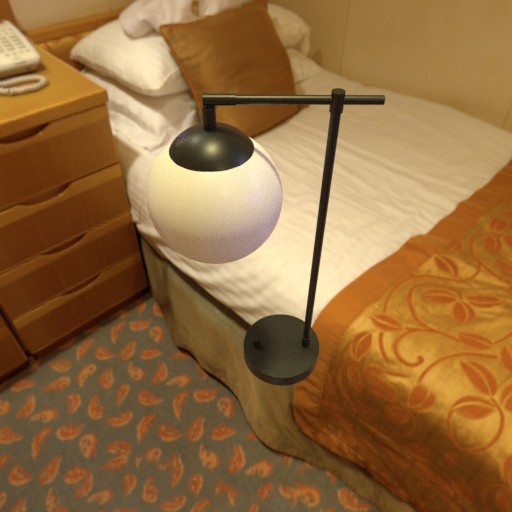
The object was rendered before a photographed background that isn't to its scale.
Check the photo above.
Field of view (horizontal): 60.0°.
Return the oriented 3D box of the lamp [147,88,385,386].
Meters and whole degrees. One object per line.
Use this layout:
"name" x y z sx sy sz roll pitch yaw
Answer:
"lamp" 0.000 0.000 0.734 0.316 0.559 0.197 0 44 0
